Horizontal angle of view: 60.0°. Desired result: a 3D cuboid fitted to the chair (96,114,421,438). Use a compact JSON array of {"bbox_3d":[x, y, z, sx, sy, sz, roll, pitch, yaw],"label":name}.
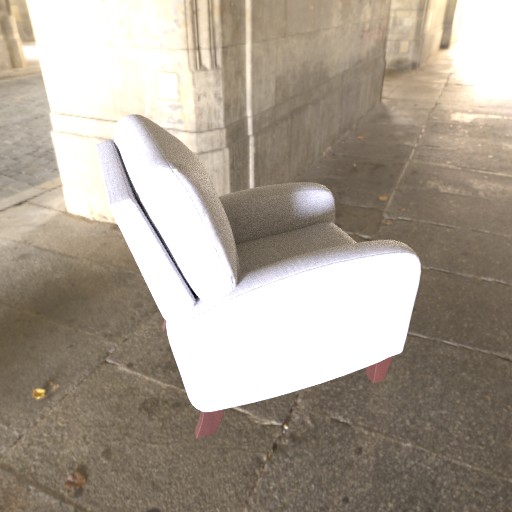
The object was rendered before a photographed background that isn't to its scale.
[{"bbox_3d":[0.000,0.000,1.679,0.990,0.990,0.762,-11,32,-18],"label":"chair"}]
